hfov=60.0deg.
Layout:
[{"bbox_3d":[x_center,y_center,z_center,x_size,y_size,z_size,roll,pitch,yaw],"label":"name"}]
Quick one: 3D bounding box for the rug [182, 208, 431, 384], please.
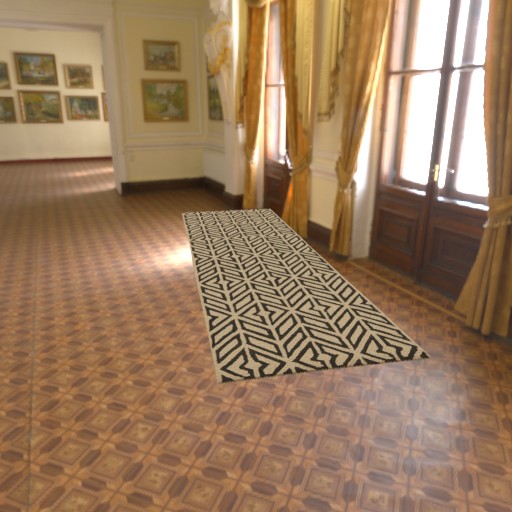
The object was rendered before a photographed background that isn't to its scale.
[{"bbox_3d":[0.000,0.000,2.607,0.750,0.009,2.435,-4,19,-11],"label":"rug"}]
